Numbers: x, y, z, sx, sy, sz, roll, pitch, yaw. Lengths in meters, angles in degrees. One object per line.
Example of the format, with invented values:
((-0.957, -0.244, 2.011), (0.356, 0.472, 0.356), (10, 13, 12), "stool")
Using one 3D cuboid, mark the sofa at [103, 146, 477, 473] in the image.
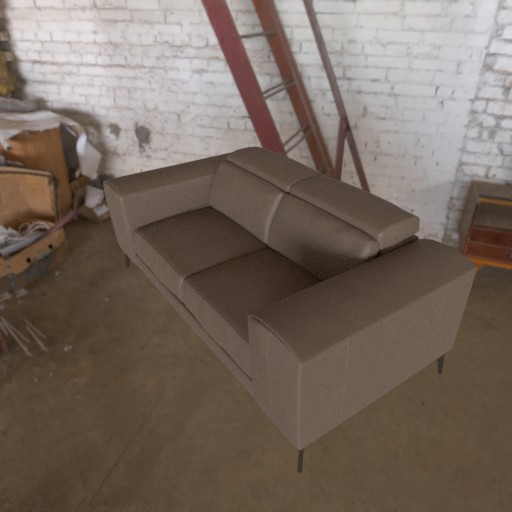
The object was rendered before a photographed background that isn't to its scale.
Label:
((0.000, 0.000, 2.401), (1.003, 0.779, 1.895), (-20, 37, -29), "sofa")
